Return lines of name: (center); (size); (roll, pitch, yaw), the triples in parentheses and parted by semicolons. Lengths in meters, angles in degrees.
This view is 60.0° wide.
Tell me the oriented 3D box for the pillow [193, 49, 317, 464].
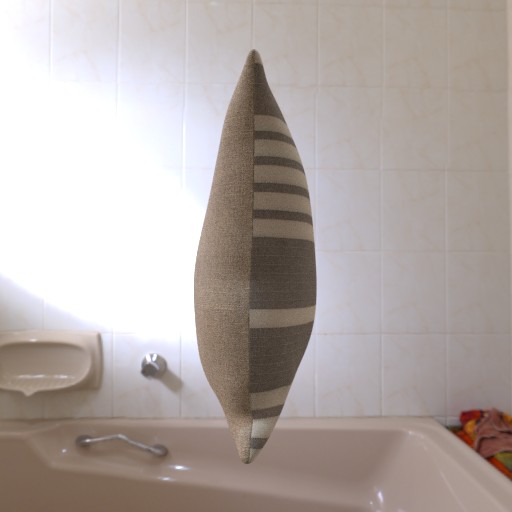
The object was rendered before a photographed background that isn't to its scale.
pillow: (0.000, 0.000, 0.678); (0.182, 0.440, 0.439); (0, -1, 0)
